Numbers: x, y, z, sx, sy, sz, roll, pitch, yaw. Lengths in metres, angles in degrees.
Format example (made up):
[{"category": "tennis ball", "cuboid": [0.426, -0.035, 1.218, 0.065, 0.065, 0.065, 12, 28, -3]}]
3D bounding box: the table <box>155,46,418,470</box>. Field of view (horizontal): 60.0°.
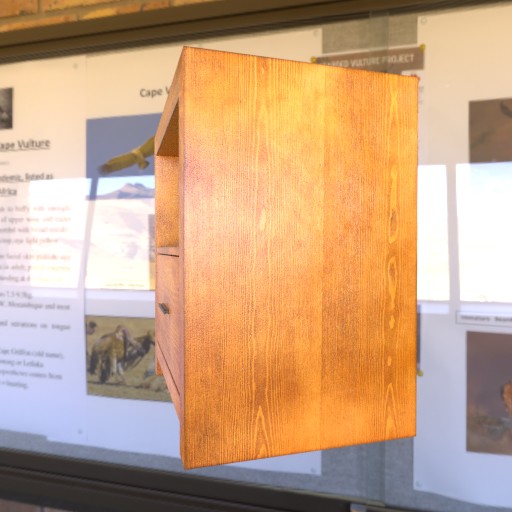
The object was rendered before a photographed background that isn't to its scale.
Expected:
[{"category": "table", "cuboid": [0.000, 0.000, 0.950, 0.400, 0.605, 0.550, 0, 1, -17]}]
